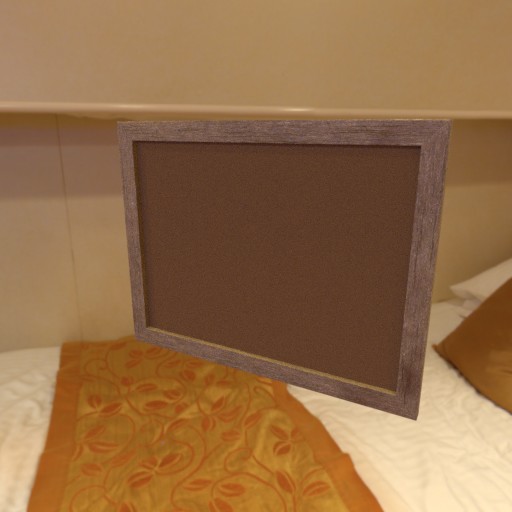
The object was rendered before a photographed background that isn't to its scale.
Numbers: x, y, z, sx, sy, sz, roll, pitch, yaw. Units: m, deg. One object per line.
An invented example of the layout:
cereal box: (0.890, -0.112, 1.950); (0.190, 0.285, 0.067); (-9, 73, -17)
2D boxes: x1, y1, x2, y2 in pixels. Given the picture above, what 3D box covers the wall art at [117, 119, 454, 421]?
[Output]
wall art: (0.000, 0.000, 0.915); (0.690, 0.535, 0.026); (9, 18, 27)
